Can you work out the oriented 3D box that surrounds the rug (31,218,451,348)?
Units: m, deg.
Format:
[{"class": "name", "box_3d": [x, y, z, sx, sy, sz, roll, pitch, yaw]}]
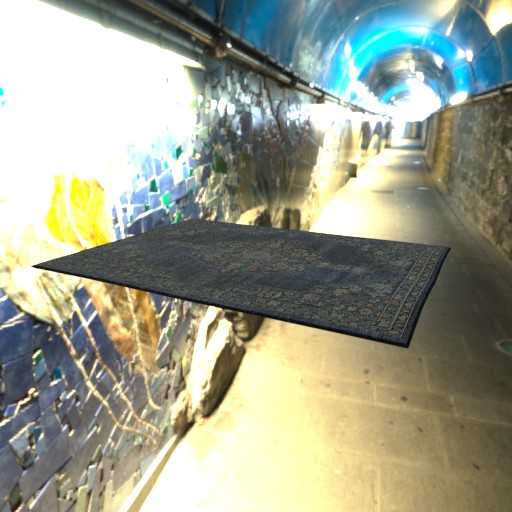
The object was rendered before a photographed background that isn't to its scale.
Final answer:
[{"class": "rug", "box_3d": [0.000, 0.000, 4.725, 3.612, 0.035, 2.716, 8, 18, 27]}]
